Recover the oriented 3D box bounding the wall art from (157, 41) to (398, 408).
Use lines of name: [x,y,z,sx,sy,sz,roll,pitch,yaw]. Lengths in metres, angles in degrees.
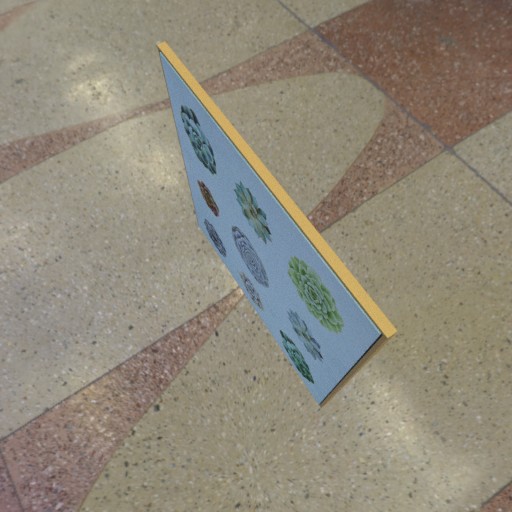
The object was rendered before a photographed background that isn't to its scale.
wall art: [0.000,0.000,0.688,0.013,0.455,0.457,-30,67,-14]
